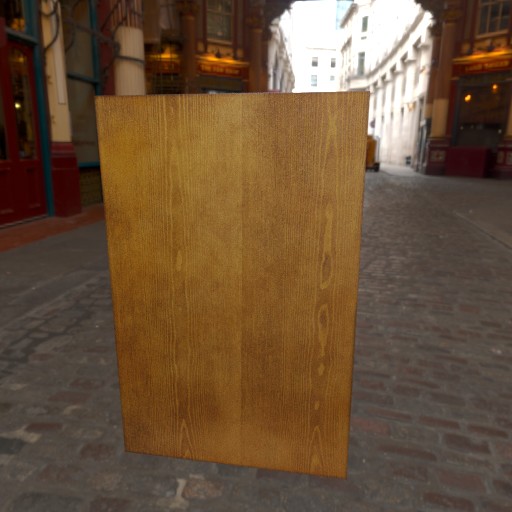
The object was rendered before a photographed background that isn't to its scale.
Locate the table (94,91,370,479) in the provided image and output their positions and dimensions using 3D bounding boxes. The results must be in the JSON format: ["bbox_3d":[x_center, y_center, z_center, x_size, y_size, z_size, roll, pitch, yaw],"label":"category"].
[{"bbox_3d":[0.000,0.000,0.952,0.400,0.605,0.550,2,15,10],"label":"table"}]
